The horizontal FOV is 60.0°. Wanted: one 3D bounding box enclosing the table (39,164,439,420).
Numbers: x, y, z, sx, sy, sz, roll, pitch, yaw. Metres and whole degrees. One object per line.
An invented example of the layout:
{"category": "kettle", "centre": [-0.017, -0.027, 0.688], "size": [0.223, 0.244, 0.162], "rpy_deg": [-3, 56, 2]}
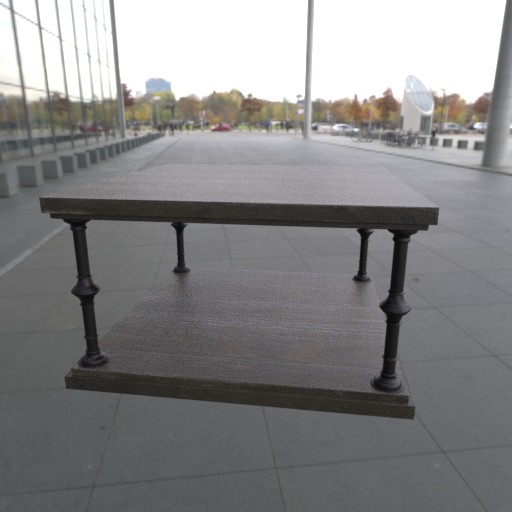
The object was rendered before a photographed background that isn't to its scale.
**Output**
{"category": "table", "centre": [0.000, 0.000, 1.146], "size": [0.696, 0.400, 0.696], "rpy_deg": [2, 17, 8]}
